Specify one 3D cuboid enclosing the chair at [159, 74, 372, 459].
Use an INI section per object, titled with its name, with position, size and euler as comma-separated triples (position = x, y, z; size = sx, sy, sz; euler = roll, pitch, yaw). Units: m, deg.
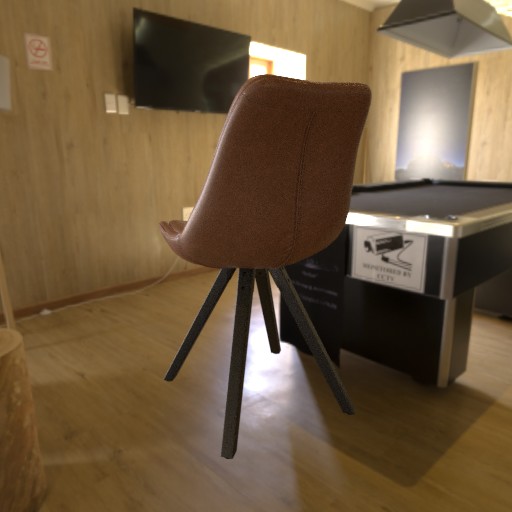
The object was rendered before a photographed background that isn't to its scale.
[chair]
position = 0.000, 0.000, 1.213
size = 0.475, 0.850, 0.550
euler = -8, 16, -28
